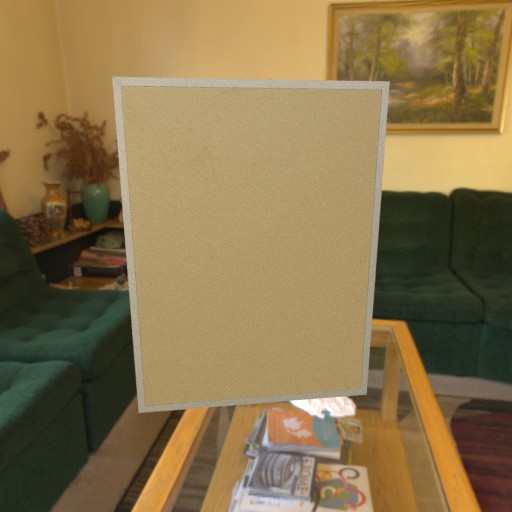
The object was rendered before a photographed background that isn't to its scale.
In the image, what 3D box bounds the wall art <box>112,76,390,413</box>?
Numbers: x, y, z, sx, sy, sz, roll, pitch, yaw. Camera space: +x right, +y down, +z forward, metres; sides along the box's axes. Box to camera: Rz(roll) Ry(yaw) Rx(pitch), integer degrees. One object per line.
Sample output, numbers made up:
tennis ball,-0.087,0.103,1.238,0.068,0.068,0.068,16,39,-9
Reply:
wall art,0.000,0.000,1.401,0.789,1.042,0.034,-2,15,-8
